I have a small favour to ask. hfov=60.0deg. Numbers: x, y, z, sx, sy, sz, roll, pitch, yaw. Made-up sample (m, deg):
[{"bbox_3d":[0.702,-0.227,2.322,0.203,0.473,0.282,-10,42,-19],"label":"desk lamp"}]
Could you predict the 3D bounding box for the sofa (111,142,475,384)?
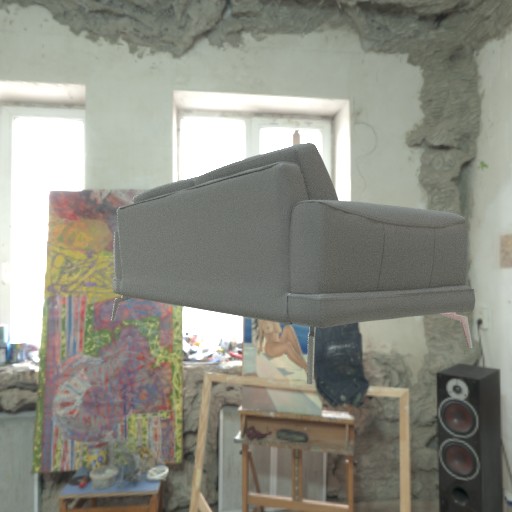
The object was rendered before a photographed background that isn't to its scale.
[{"bbox_3d":[0.000,0.000,2.704,1.121,0.930,2.177,1,-1,-37],"label":"sofa"}]
